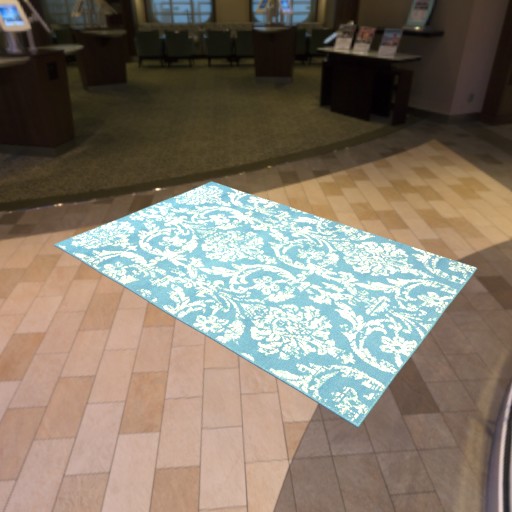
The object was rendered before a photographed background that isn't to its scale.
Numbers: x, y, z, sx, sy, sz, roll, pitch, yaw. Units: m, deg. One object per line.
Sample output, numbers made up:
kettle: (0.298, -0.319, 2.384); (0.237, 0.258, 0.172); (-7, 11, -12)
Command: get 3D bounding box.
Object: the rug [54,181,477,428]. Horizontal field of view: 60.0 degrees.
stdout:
rug: (0.000, 0.000, 2.287); (1.833, 0.012, 1.211); (23, 38, 33)
